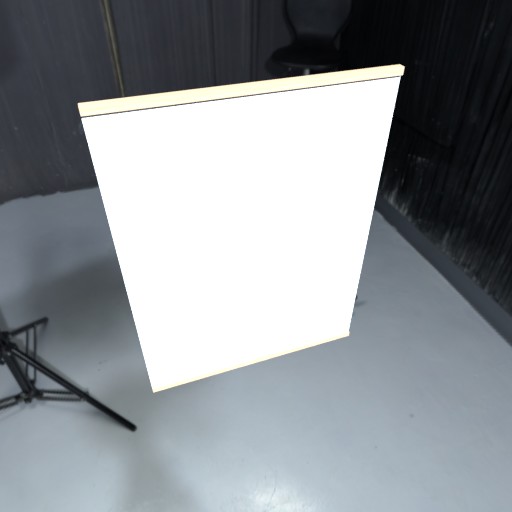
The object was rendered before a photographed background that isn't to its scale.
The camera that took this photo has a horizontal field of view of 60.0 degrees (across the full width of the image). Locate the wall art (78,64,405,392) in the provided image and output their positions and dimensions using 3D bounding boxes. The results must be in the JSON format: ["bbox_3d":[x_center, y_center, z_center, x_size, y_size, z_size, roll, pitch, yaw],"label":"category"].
[{"bbox_3d":[0.000,0.000,0.793,0.459,0.608,0.012,-13,42,-15],"label":"wall art"}]
